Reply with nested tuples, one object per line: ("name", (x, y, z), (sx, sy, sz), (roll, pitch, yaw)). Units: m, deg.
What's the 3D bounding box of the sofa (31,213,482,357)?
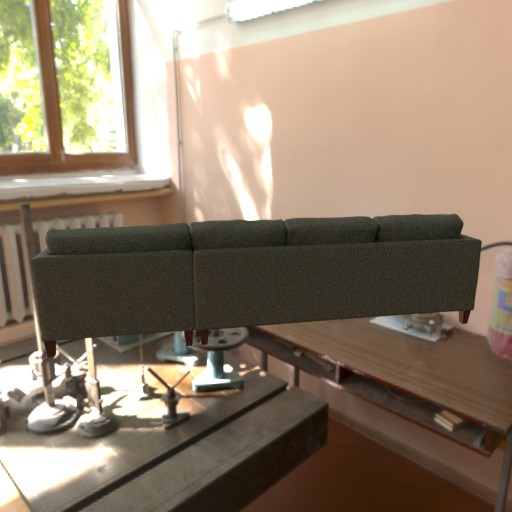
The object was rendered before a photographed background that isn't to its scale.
("sofa", (0.000, 0.000, 3.877), (3.186, 0.861, 1.625), (-3, 15, -10))
